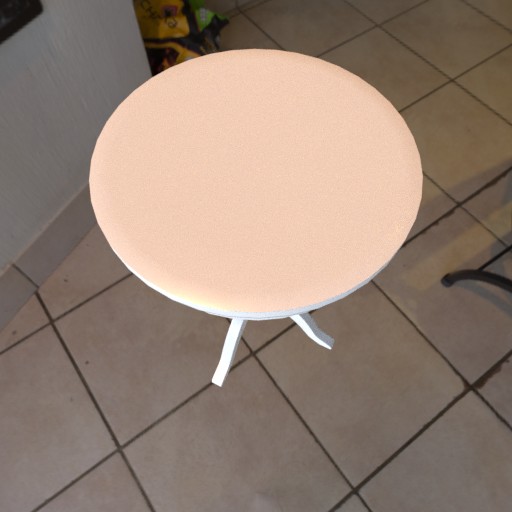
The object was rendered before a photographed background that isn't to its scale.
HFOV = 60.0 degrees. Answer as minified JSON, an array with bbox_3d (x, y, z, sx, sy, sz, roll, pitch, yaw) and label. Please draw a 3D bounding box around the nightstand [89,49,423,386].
[{"bbox_3d":[0.000,0.000,0.979,0.513,0.653,0.513,32,66,16],"label":"nightstand"}]
